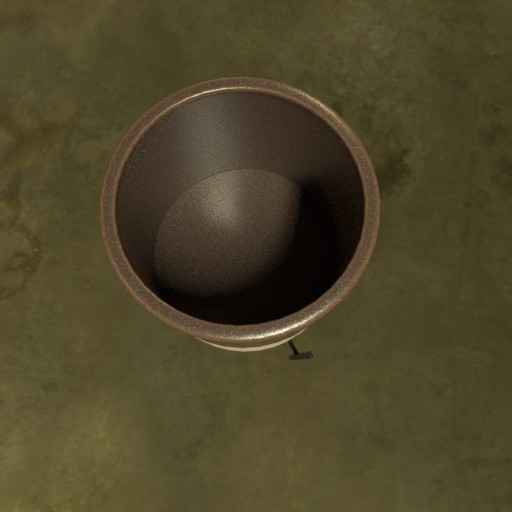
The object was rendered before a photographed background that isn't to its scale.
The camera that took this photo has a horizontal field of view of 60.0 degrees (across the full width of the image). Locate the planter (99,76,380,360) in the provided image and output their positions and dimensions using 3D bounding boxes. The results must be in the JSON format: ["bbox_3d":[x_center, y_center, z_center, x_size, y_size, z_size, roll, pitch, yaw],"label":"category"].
[{"bbox_3d":[0.000,0.000,0.533,0.250,0.353,0.260,-34,79,-8],"label":"planter"}]
